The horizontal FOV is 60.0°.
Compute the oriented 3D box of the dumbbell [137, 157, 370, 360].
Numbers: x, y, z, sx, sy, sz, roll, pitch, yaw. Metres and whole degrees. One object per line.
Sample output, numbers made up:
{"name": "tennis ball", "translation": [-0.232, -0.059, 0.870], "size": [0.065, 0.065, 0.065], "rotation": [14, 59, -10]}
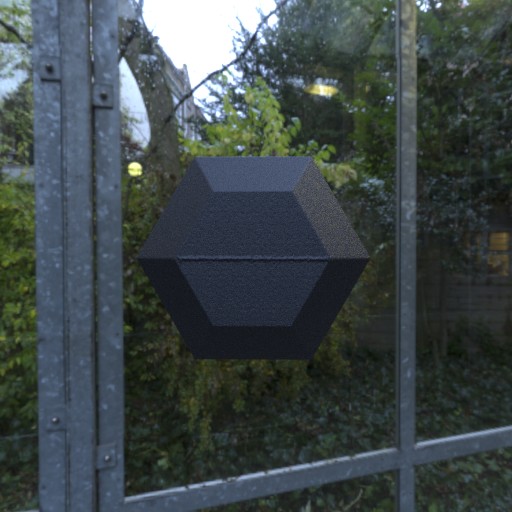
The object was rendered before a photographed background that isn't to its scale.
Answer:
{"name": "dumbbell", "translation": [0.000, 0.000, 0.413], "size": [0.142, 0.123, 0.337], "rotation": [0, 1, 1]}
